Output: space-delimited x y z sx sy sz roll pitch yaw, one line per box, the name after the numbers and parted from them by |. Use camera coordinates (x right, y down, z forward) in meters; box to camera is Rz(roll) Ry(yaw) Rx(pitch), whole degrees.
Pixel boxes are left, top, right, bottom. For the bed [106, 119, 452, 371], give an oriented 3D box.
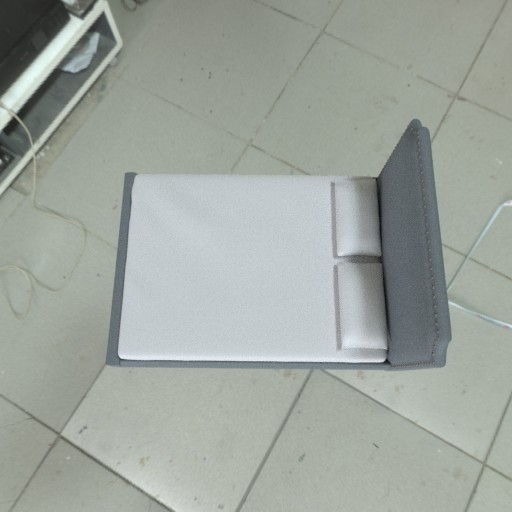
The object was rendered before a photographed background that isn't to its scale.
0.000 0.000 3.475 2.372 1.443 1.712 1 74 0 | bed
